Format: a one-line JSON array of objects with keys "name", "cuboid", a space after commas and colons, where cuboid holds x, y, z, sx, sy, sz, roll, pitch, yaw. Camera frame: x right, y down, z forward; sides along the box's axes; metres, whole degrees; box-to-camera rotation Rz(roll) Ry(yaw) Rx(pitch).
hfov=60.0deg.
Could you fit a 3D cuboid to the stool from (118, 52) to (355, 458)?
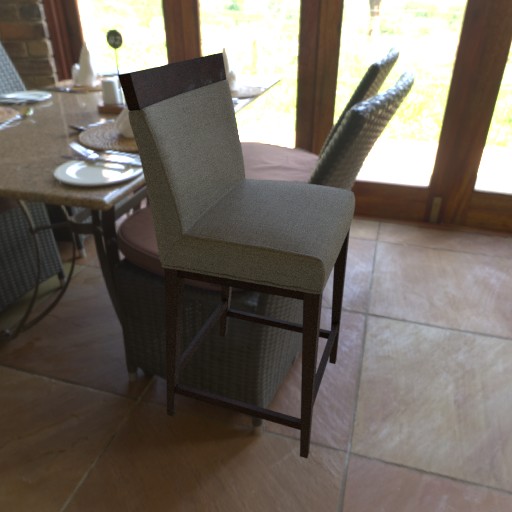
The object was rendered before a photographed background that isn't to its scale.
[{"name": "stool", "cuboid": [0.000, 0.000, 1.396, 0.531, 1.117, 0.511, 10, 31, 17]}]
